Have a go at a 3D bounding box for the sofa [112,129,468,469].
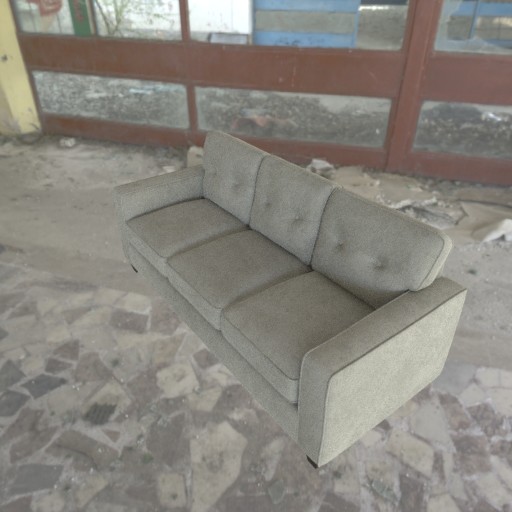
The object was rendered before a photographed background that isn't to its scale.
[{"bbox_3d":[0.000,0.000,2.645,0.939,0.965,2.133,-22,39,-30],"label":"sofa"}]
